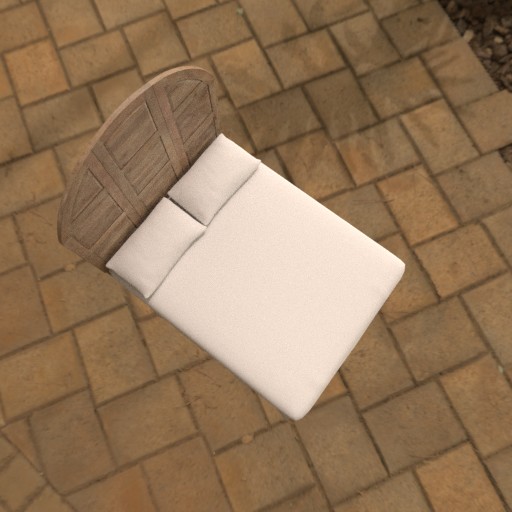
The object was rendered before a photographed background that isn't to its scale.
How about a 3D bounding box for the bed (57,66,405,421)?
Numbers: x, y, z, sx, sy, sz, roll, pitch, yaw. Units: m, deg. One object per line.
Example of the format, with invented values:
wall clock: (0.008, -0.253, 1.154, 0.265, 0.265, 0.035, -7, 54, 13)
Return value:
bed: (0.000, 0.000, 3.399, 2.112, 2.002, 1.713, 36, 78, 9)
